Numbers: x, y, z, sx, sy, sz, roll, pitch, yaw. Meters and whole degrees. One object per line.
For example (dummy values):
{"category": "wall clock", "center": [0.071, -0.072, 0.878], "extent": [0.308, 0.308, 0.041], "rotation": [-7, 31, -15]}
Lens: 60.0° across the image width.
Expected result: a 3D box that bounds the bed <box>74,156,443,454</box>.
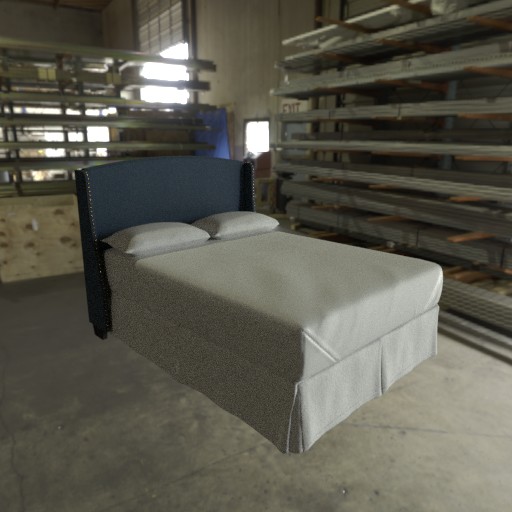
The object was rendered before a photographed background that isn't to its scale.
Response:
{"category": "bed", "center": [0.000, 0.000, 3.313], "extent": [1.710, 1.407, 2.237], "rotation": [-14, 20, -42]}
